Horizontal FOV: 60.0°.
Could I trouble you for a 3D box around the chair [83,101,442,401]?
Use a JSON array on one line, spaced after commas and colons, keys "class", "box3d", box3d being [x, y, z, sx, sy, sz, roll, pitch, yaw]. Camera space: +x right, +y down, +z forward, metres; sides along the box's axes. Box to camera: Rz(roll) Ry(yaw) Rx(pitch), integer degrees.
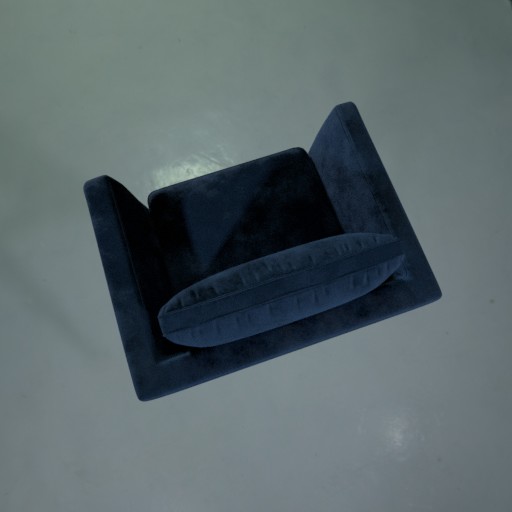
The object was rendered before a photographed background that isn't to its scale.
[{"class": "chair", "box3d": [0.000, 0.000, 1.620, 0.977, 0.893, 0.746, -18, 75, -5]}]
